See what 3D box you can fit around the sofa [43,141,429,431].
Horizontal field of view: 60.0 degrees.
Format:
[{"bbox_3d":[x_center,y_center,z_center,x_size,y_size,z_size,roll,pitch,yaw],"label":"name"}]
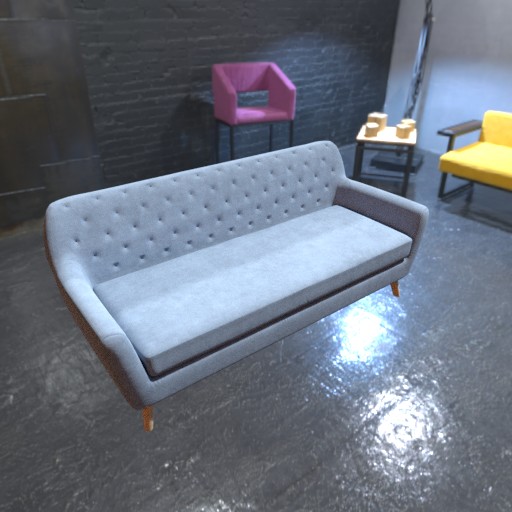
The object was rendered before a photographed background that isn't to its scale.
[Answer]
[{"bbox_3d":[0.000,0.000,2.429,1.970,0.830,0.830,-20,35,-31],"label":"sofa"}]
